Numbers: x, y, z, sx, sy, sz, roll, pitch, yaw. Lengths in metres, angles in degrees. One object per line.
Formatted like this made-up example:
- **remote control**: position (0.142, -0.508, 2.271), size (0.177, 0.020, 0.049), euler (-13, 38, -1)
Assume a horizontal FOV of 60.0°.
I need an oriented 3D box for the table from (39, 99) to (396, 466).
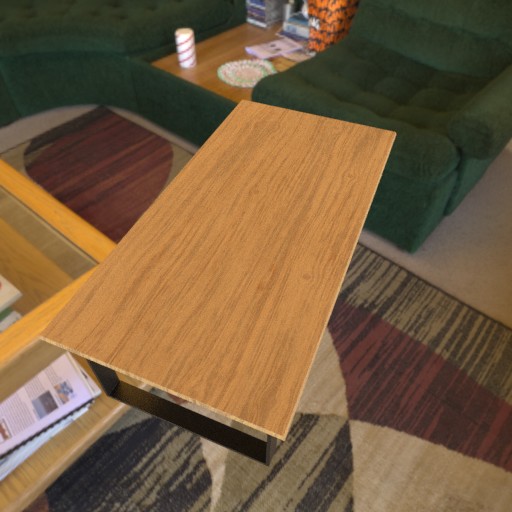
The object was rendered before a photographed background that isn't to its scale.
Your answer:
- **table**: position (0.000, 0.000, 1.651), size (0.693, 0.445, 1.331), euler (17, 50, 15)
